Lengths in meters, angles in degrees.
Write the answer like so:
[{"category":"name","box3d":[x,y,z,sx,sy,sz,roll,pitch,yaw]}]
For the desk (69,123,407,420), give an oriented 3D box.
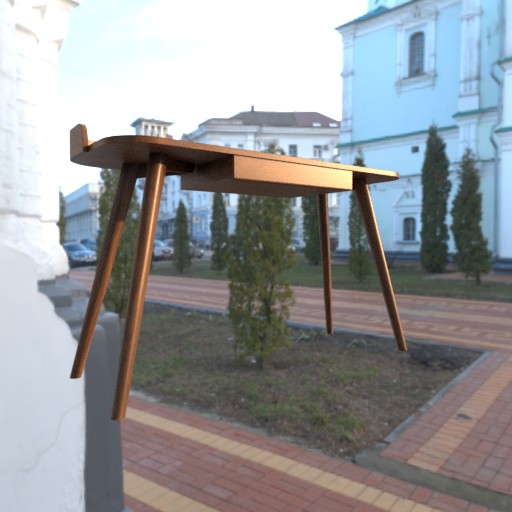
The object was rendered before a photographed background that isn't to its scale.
[{"category":"desk","box3d":[0.000,0.000,1.663,1.256,0.800,0.486,-1,2,-36]}]
